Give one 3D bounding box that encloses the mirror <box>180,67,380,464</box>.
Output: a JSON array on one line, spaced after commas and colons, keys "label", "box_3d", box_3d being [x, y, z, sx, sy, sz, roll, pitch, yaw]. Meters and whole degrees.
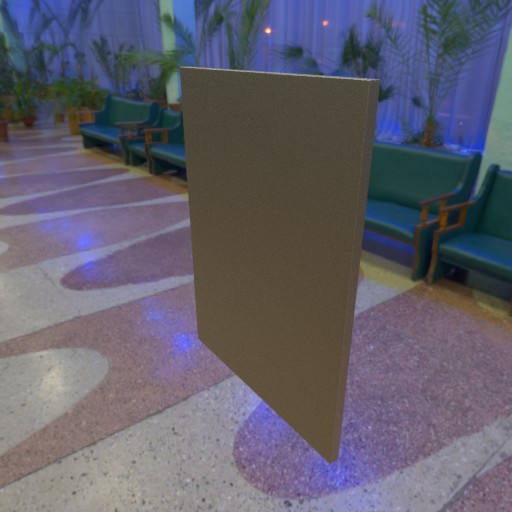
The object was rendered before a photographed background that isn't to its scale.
[{"label": "mirror", "box_3d": [0.000, 0.000, 1.331, 0.032, 1.023, 0.756, -18, 30, -33]}]
